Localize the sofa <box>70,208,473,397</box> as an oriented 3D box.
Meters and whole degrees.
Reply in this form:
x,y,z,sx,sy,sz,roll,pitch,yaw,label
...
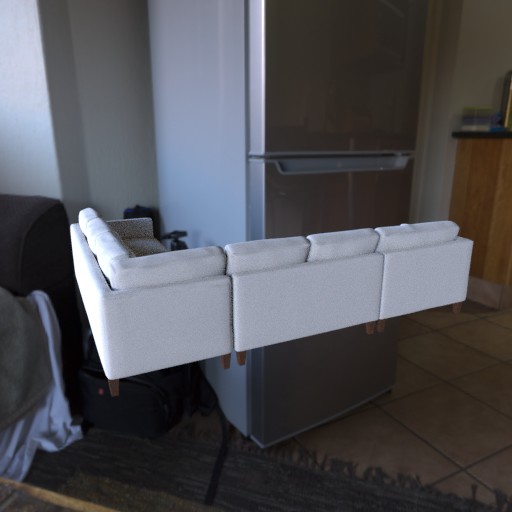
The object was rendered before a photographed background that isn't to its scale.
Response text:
x,y,z,sx,sy,sz,roll,pitch,yaw,label
0.000,0.000,4.688,3.459,0.956,2.593,-8,17,-25,sofa
